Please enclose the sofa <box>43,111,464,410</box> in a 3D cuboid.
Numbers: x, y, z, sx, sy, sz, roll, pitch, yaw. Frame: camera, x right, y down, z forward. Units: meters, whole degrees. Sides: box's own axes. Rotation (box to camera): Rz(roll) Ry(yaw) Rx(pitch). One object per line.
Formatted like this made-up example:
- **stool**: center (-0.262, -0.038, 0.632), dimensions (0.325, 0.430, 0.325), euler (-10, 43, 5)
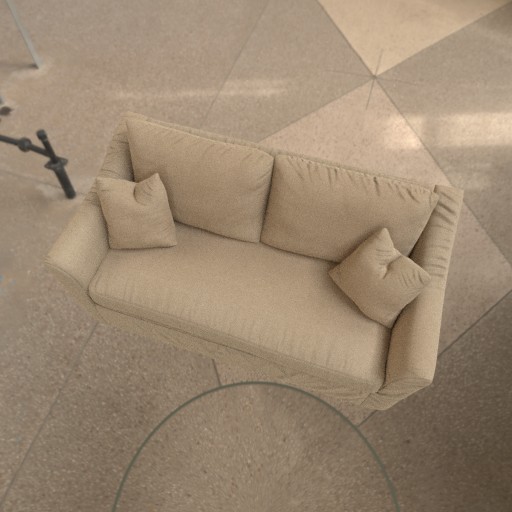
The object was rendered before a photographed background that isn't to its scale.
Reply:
- **sofa**: center (0.000, 0.000, 2.551), dimensions (2.010, 1.018, 1.072), euler (16, 60, 9)
